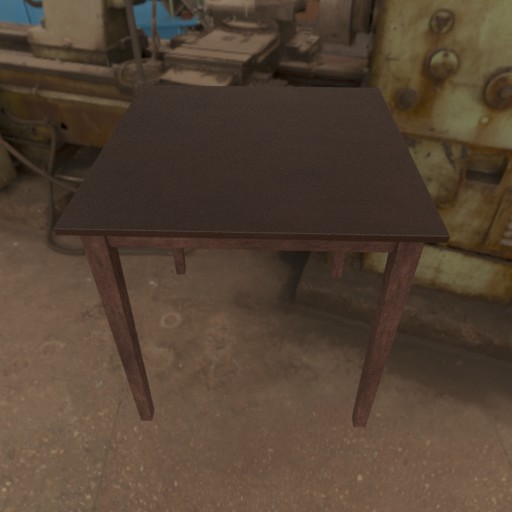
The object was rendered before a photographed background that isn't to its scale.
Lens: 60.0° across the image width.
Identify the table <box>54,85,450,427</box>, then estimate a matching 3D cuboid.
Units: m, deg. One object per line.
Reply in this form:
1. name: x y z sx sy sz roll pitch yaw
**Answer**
1. table: 0.000 0.000 1.370 0.749 0.770 0.749 1 41 1
